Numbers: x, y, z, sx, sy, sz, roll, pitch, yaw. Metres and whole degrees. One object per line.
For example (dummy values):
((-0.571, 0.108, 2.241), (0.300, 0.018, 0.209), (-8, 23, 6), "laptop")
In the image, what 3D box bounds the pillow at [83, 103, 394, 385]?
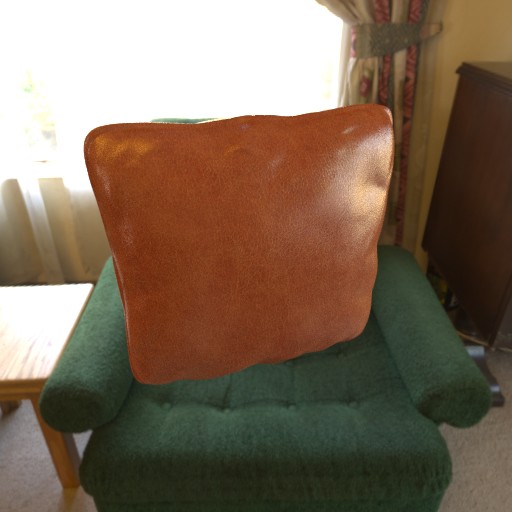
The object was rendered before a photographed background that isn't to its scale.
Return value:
((0.000, 0.000, 0.832), (0.532, 0.523, 0.236), (-10, 32, -16), "pillow")
